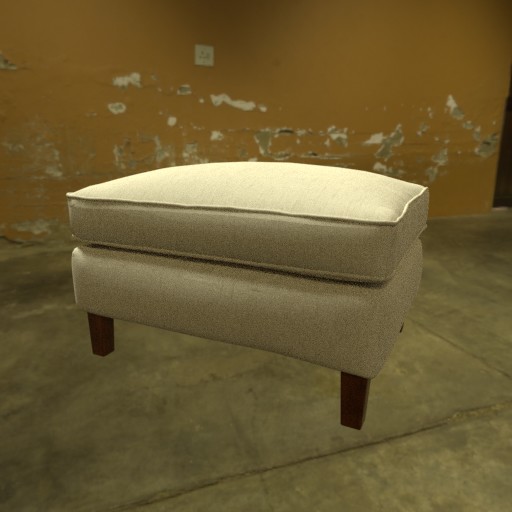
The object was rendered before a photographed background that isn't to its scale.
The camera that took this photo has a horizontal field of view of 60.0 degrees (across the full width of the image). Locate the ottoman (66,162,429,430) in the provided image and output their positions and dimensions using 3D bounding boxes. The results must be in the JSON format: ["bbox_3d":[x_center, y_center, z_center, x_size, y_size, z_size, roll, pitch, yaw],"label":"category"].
[{"bbox_3d":[0.000,0.000,0.980,0.665,0.406,0.501,8,17,25],"label":"ottoman"}]
